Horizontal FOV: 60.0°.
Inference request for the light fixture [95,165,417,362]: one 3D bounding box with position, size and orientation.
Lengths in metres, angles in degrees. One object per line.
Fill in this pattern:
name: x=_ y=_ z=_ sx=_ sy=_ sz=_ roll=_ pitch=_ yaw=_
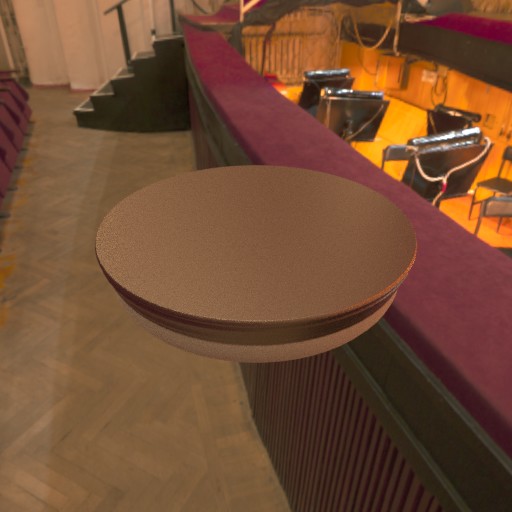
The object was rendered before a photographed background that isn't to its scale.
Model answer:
light fixture: x=0.000 y=0.000 z=0.554 sx=0.368 sy=0.100 sz=0.368 roll=0 pitch=32 yaw=0
